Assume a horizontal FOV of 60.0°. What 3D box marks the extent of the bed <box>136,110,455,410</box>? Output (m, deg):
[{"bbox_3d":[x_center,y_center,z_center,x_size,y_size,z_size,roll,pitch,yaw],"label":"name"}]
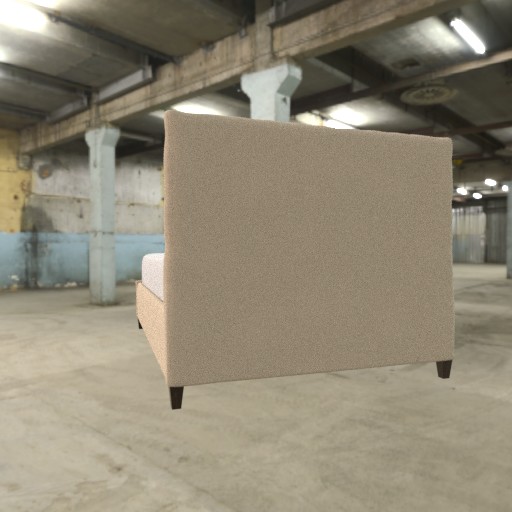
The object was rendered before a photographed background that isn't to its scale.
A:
[{"bbox_3d":[0.000,0.000,3.459,1.698,1.427,2.387,0,1,-19],"label":"bed"}]
